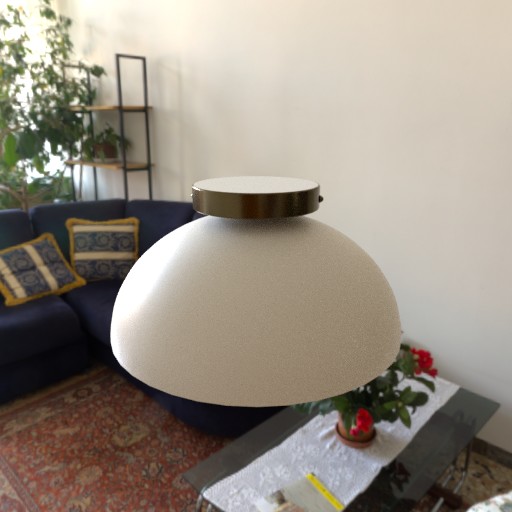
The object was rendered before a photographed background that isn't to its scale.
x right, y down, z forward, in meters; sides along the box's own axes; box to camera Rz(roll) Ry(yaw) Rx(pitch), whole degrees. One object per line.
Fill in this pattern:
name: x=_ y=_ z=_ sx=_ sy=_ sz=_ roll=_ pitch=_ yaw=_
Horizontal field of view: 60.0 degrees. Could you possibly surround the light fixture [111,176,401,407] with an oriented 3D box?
light fixture: x=0.000 y=0.000 z=0.543 sx=0.355 sy=0.177 sz=0.355 roll=0 pitch=17 yaw=0
